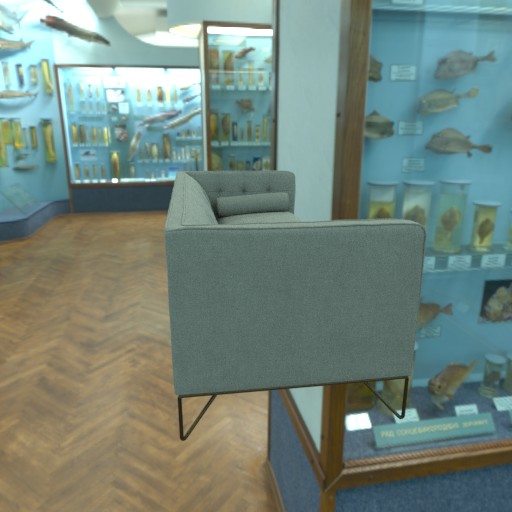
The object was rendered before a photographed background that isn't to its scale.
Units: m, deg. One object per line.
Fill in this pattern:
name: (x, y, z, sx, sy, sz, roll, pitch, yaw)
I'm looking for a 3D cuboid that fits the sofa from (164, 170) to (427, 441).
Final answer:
sofa: (0.000, 0.000, 2.540, 0.912, 0.798, 2.079, -2, 16, -8)
